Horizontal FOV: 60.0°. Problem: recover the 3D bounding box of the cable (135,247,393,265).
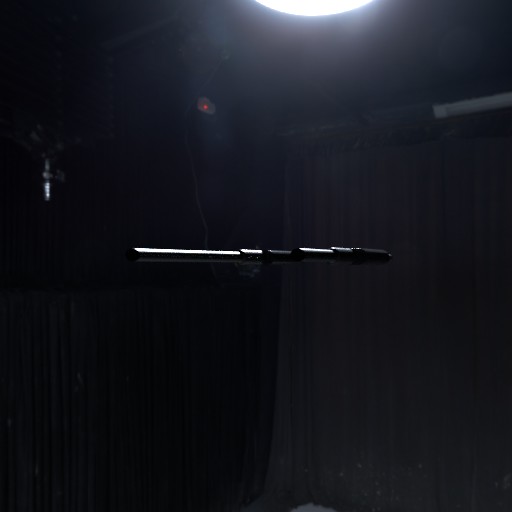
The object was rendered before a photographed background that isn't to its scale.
[{"bbox_3d":[0.000,0.000,0.112,0.041,0.005,0.098,-1,-1,35],"label":"cable"}]
